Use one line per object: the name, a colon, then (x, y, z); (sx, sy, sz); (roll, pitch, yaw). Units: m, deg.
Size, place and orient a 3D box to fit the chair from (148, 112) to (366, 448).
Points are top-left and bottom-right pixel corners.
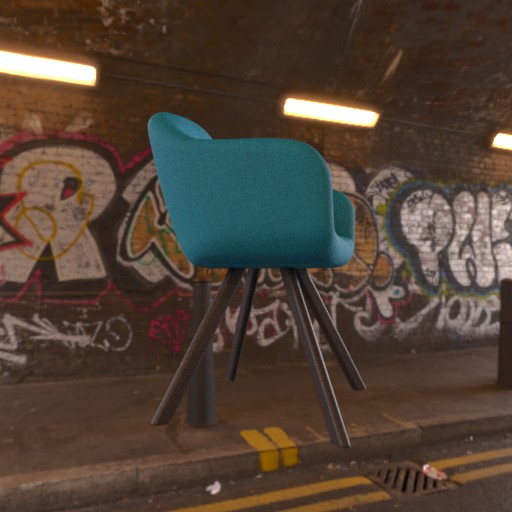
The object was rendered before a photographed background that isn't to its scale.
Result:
chair: (0.000, 0.000, 1.216); (0.550, 0.795, 0.590); (-1, -3, 18)
